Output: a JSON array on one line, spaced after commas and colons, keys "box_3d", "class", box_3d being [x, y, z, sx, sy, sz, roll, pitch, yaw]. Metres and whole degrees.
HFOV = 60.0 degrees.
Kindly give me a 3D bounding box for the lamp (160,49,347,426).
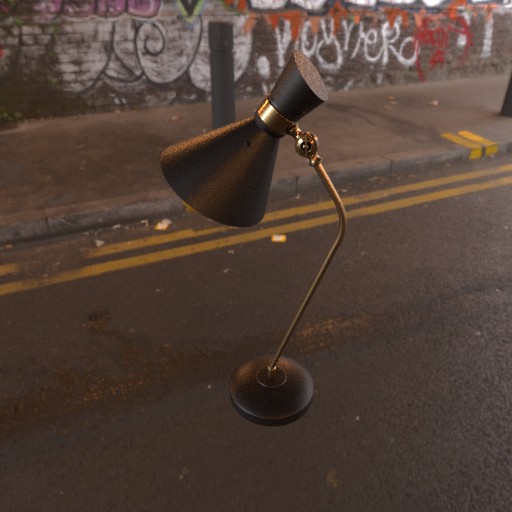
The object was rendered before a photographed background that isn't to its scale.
[{"box_3d": [0.000, 0.000, 0.760, 0.292, 0.647, 0.189, 8, 32, 14], "class": "lamp"}]
